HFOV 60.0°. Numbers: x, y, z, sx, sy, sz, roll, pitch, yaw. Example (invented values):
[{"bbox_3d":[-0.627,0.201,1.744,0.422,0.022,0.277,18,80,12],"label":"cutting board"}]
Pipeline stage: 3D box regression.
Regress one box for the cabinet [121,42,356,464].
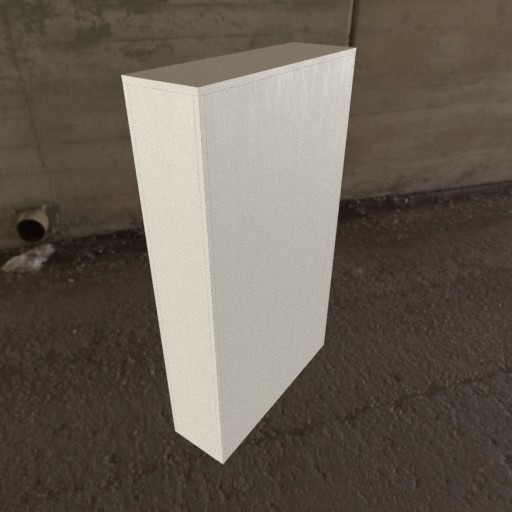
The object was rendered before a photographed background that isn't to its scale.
[{"bbox_3d":[0.000,0.000,1.558,0.250,1.280,0.750,21,38,30],"label":"cabinet"}]
